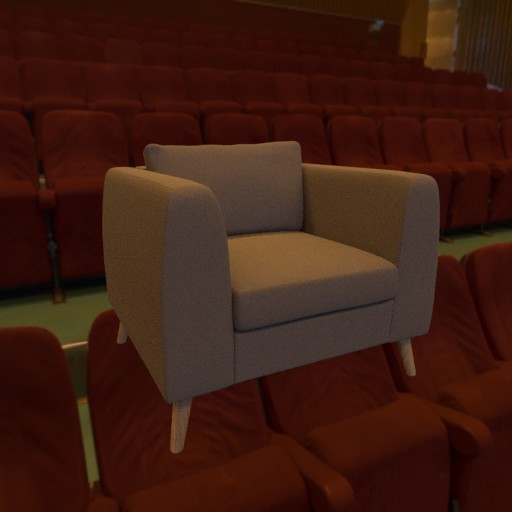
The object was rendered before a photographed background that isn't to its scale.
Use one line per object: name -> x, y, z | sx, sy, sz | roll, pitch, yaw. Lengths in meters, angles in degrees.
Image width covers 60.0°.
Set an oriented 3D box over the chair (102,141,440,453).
chair -> 0.000, 0.000, 1.716 | 1.000, 0.860, 0.930 | -7, 16, -27
